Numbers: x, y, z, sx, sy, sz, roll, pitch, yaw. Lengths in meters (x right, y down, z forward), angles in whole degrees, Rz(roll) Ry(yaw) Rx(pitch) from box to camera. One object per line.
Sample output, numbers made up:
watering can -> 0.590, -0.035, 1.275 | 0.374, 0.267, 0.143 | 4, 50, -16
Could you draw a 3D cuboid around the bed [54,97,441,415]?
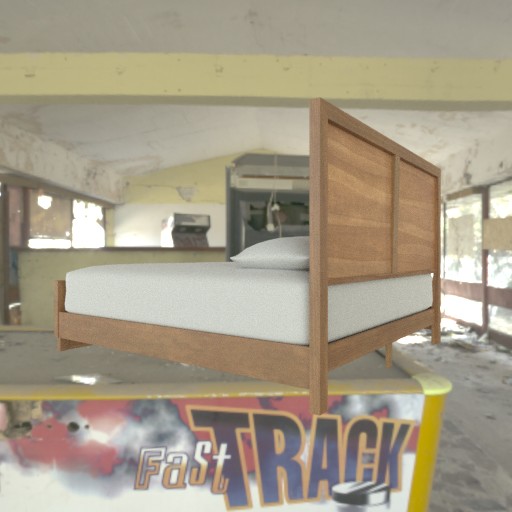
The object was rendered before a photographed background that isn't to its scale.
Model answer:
bed -> 0.000, 0.000, 3.385 | 2.184, 1.387, 2.003 | 0, 0, 37
